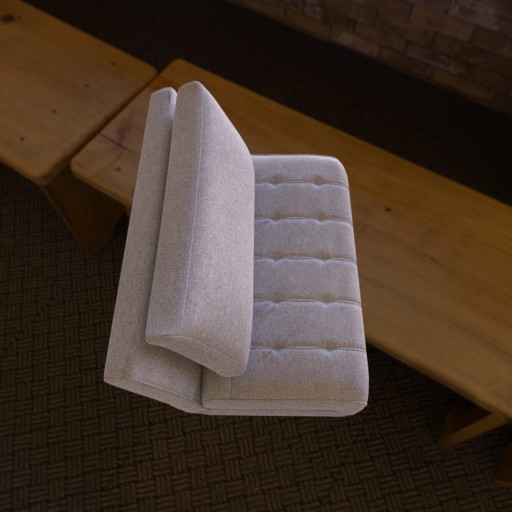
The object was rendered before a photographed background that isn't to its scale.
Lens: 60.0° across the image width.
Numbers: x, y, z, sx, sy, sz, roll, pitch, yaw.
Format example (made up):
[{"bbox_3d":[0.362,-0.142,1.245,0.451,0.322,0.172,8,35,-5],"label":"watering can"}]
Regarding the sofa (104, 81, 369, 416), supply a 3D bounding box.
[{"bbox_3d":[0.000,0.000,1.889,0.910,0.910,1.220,1,62,0],"label":"sofa"}]
